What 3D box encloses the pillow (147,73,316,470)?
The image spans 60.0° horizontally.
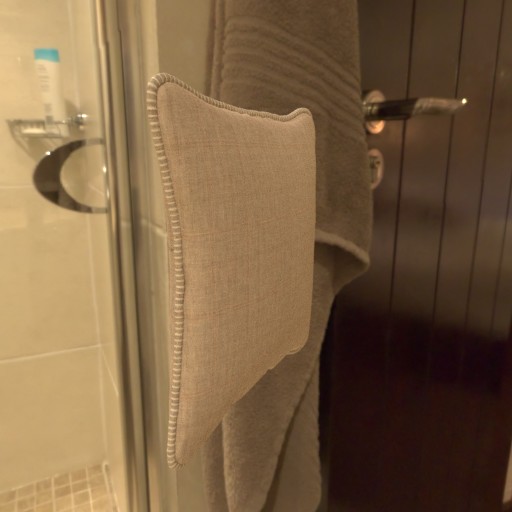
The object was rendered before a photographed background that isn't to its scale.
[{"bbox_3d":[0.000,0.000,0.721,0.124,0.494,0.485,7,15,27],"label":"pillow"}]
